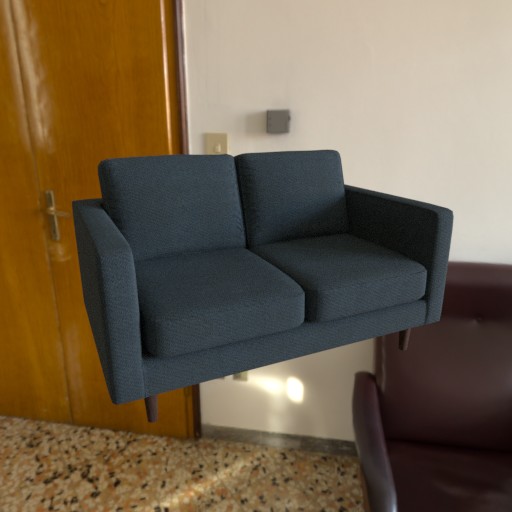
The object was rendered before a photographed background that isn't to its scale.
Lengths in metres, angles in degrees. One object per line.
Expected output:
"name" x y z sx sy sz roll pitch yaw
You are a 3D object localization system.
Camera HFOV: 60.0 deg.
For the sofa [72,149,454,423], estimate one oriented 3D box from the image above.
"sofa" 0.000 0.000 2.113 1.518 0.930 0.999 -8 19 -24
